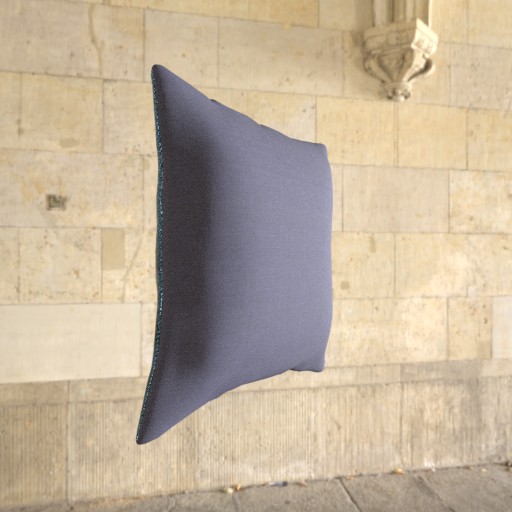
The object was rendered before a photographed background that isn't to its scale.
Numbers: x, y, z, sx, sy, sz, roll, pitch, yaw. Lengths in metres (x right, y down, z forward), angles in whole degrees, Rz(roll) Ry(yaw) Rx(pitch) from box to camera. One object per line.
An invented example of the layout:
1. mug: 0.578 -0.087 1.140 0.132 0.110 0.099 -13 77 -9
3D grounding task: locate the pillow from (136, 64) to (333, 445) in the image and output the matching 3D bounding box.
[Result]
1. pillow: 0.000 0.000 0.658 0.138 0.430 0.436 0 0 36
